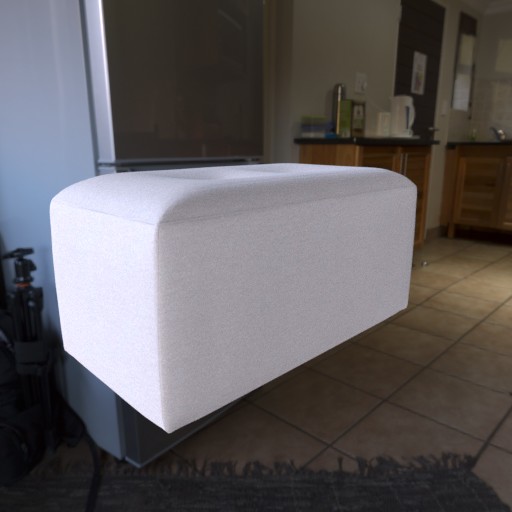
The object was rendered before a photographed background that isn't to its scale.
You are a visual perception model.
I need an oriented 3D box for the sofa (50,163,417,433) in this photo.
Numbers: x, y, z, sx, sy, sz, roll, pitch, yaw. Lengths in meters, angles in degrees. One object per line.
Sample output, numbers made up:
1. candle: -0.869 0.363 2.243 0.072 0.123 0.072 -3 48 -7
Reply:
1. sofa: 0.000 0.000 1.225 0.930 0.470 0.480 -14 20 -42
